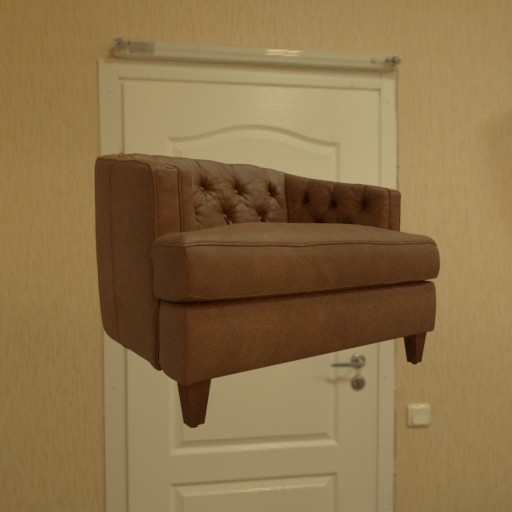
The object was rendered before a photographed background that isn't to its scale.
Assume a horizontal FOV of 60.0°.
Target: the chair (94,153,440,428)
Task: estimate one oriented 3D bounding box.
[{"bbox_3d":[0.000,0.000,1.717,1.119,0.836,0.911,-2,3,-36],"label":"chair"}]
